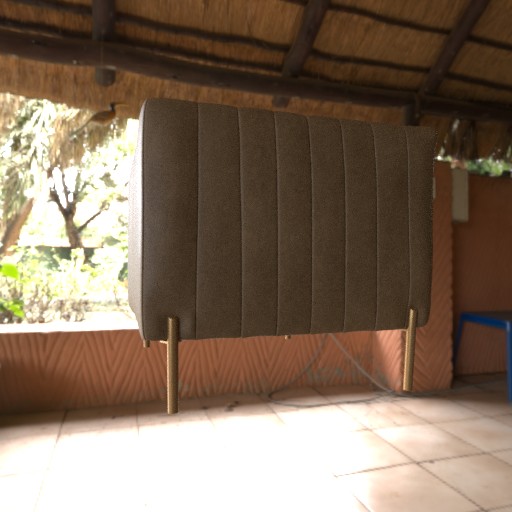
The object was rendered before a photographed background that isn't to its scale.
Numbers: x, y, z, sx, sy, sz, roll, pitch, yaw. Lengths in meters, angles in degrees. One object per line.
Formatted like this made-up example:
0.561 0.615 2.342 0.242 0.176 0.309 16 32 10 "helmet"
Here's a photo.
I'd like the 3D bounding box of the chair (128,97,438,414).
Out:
0.000 0.000 1.611 0.876 0.779 0.981 0 -1 -18 "chair"
